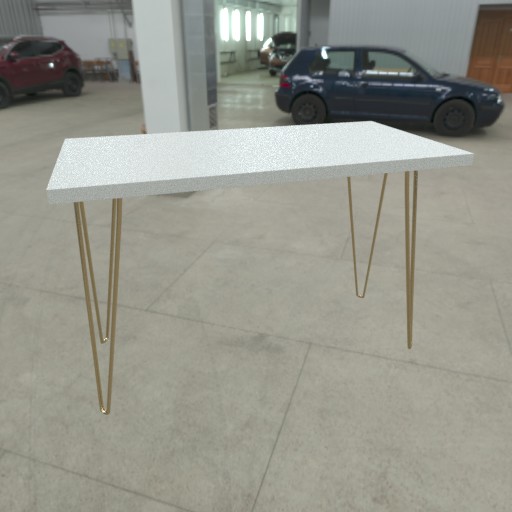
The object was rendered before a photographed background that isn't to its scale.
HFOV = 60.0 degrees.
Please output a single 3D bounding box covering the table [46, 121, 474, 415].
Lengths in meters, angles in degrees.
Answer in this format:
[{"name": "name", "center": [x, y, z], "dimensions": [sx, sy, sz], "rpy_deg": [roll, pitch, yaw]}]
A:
[{"name": "table", "center": [0.000, 0.000, 1.334], "dimensions": [0.991, 0.660, 0.498], "rpy_deg": [-8, 27, -15]}]
